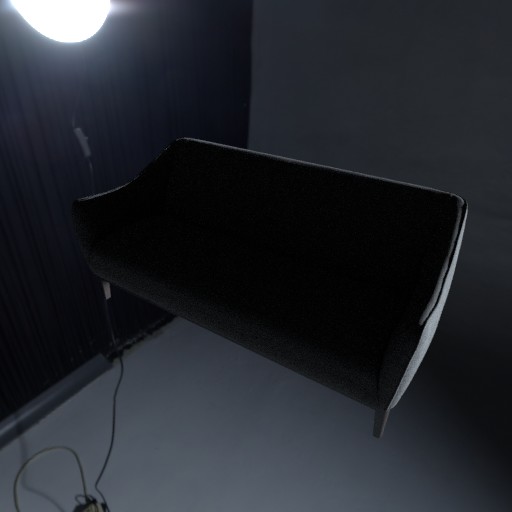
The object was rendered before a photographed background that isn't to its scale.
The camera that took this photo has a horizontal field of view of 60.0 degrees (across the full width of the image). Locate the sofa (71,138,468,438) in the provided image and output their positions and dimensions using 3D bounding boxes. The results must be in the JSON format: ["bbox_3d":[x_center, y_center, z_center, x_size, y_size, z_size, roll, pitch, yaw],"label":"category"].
[{"bbox_3d":[0.000,0.000,2.337,1.928,0.829,0.867,19,35,29],"label":"sofa"}]
